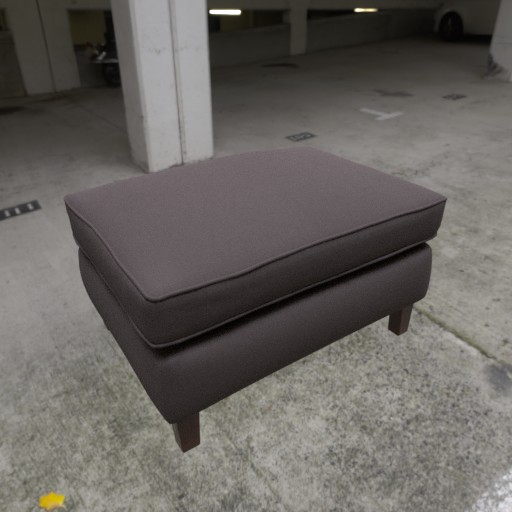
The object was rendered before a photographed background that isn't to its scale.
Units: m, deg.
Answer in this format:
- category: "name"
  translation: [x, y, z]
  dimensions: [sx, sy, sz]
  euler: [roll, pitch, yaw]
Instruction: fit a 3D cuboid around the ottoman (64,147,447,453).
- category: "ottoman"
  translation: [0.000, 0.000, 0.997]
  dimensions: [0.686, 0.406, 0.508]
  euler: [-18, 34, -29]
